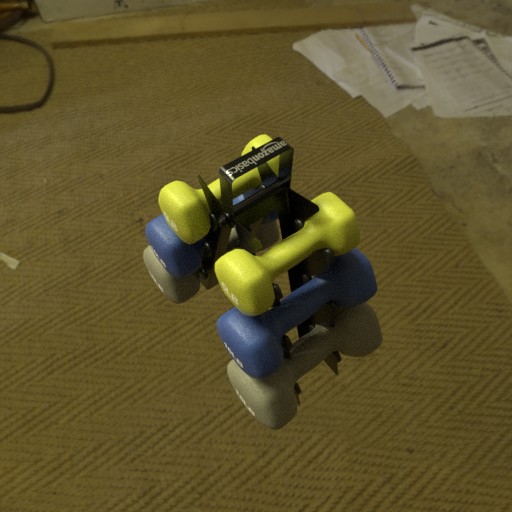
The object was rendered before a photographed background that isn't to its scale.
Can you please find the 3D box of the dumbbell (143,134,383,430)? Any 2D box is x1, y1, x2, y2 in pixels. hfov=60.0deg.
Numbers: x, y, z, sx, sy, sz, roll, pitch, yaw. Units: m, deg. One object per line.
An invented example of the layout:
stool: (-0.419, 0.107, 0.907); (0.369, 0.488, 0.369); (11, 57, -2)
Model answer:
dumbbell: (0.000, 0.000, 0.700); (0.261, 0.426, 0.416); (-32, 62, -20)
